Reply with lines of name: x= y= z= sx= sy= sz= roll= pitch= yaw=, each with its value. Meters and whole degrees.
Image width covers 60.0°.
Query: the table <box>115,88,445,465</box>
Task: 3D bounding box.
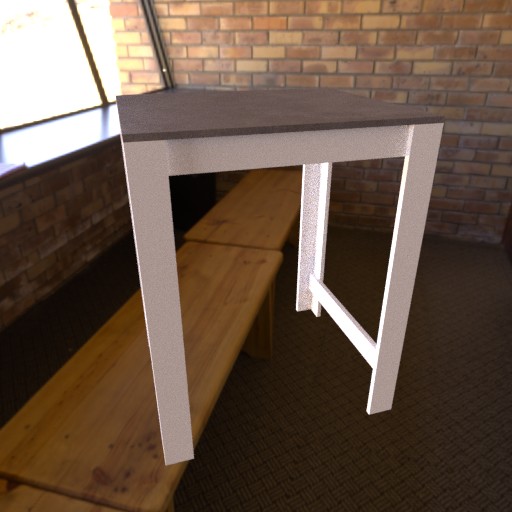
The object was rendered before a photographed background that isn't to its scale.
table: x=0.000 y=0.000 z=1.559 sx=0.800 sy=1.020 sz=0.700 roll=-8 pitch=28 yaw=-15
